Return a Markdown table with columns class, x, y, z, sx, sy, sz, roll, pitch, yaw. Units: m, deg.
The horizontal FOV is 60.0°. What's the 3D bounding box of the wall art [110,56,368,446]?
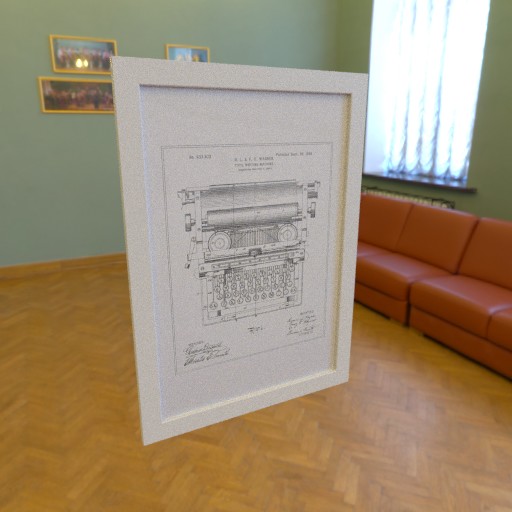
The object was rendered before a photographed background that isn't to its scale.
| class | x | y | z | sx | sy | sz | roll | pitch | yaw |
| --- | --- | --- | --- | --- | --- | --- | --- | --- | --- |
| wall art | 0.000 | 0.000 | 0.673 | 0.381 | 0.533 | 0.013 | -8 | 18 | -26 |
